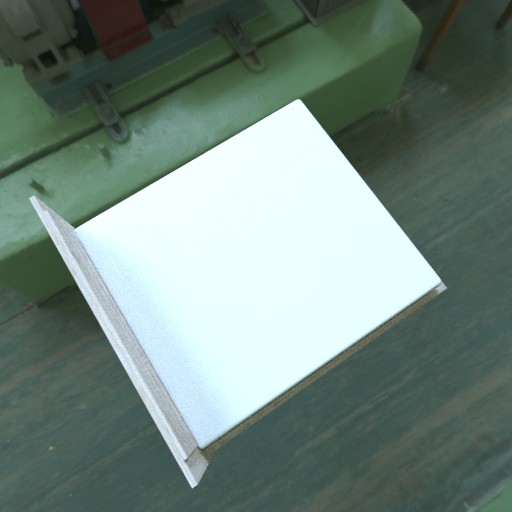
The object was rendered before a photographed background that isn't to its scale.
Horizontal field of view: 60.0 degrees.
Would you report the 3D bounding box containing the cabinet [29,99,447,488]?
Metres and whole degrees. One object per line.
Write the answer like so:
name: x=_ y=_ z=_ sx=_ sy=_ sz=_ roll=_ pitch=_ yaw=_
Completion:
cabinet: x=0.000 y=0.000 z=3.131 sx=2.080 sy=0.970 sz=1.950 roll=-32 pitch=77 yaw=-8
